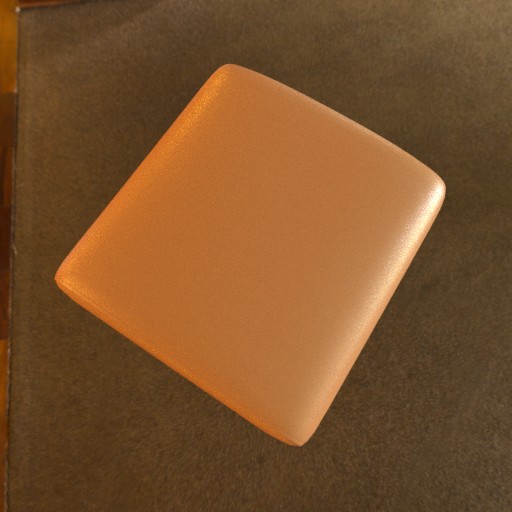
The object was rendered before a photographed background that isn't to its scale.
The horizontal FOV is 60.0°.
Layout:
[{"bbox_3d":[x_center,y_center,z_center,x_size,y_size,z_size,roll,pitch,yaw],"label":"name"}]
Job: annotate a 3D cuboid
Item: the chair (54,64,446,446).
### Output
[{"bbox_3d":[0.000,0.000,0.890,0.530,0.410,0.530,32,76,9],"label":"chair"}]
